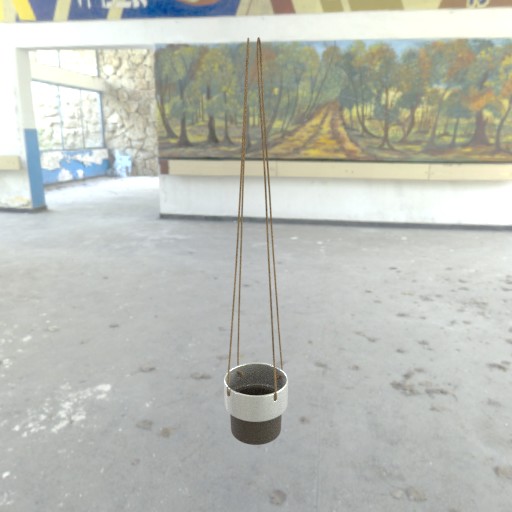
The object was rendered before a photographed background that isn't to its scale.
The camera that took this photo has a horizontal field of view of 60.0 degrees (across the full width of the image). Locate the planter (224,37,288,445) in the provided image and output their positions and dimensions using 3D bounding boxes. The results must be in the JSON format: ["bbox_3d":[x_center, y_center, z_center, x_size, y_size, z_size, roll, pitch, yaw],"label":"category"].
[{"bbox_3d":[0.000,0.000,1.190,0.187,1.073,0.187,3,15,10],"label":"planter"}]
